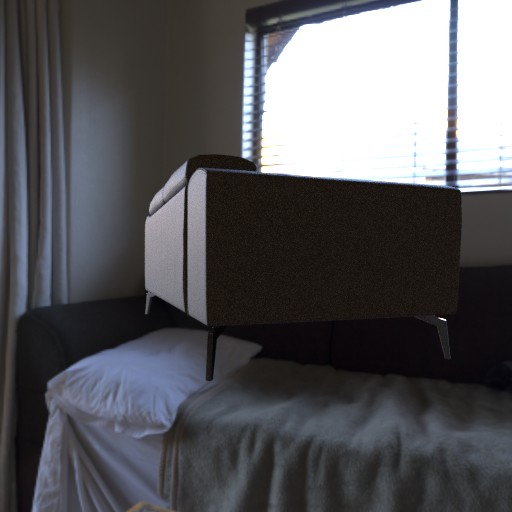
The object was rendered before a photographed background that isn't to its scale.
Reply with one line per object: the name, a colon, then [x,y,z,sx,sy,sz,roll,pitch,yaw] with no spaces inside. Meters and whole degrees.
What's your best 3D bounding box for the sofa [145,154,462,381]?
sofa: [0.000,0.000,2.361,1.003,0.779,1.895,0,-1,-19]
